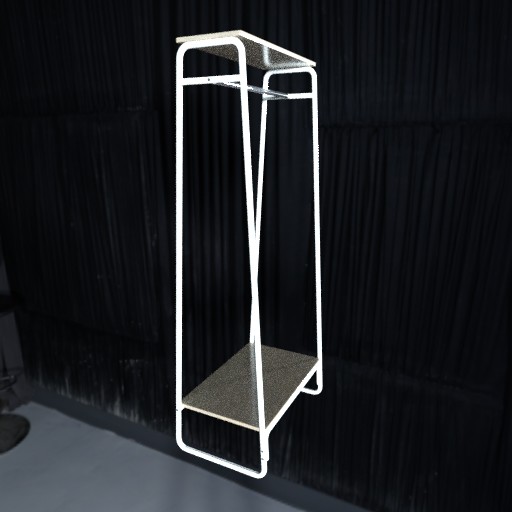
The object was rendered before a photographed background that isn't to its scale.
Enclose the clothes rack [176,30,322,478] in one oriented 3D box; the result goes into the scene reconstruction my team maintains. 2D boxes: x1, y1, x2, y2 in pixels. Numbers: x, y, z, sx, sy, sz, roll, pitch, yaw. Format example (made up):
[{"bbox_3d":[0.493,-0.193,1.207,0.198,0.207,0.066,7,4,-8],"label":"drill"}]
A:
[{"bbox_3d":[0.000,0.000,1.782,0.400,1.512,0.640,7,17,26],"label":"clothes rack"}]
